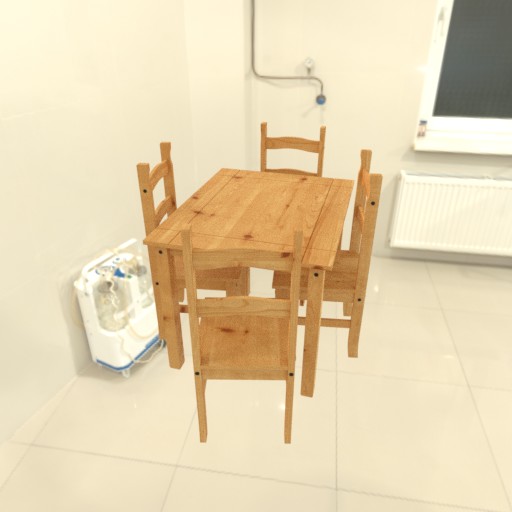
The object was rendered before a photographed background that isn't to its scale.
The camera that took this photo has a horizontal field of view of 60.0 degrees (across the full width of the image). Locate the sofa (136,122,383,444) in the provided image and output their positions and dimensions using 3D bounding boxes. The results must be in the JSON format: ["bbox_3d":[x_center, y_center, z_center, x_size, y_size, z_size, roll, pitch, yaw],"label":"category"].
[{"bbox_3d":[0.000,0.000,2.270,1.144,1.000,1.529,8,30,14],"label":"sofa"}]
